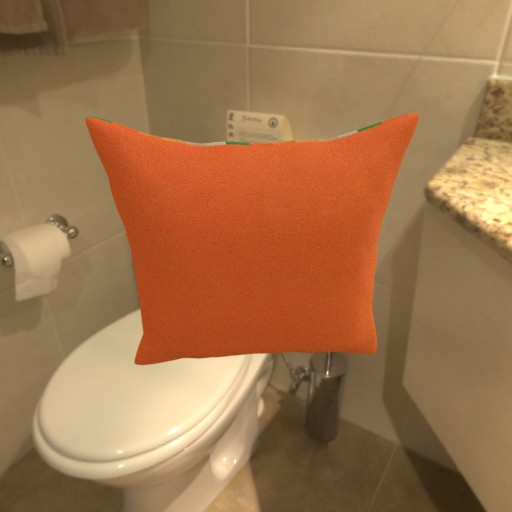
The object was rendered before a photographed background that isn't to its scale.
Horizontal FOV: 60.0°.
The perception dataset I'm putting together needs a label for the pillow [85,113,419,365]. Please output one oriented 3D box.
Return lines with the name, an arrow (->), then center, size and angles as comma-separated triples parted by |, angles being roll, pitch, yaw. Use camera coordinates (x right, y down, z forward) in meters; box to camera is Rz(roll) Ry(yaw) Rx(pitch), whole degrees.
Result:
pillow -> 0.000, 0.000, 0.712 | 0.453, 0.444, 0.169 | -2, 31, -3
